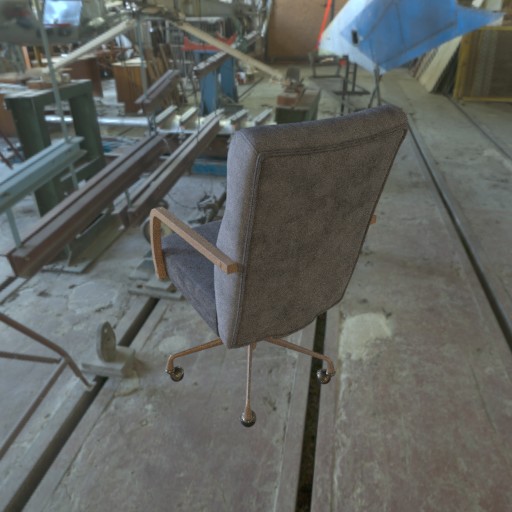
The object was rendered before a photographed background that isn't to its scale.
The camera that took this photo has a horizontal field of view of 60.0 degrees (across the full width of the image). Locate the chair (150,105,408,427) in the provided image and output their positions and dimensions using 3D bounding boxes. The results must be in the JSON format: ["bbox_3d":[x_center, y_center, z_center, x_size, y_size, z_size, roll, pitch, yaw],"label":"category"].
[{"bbox_3d":[0.000,0.000,1.501,0.640,1.029,0.741,-19,34,-30],"label":"chair"}]
